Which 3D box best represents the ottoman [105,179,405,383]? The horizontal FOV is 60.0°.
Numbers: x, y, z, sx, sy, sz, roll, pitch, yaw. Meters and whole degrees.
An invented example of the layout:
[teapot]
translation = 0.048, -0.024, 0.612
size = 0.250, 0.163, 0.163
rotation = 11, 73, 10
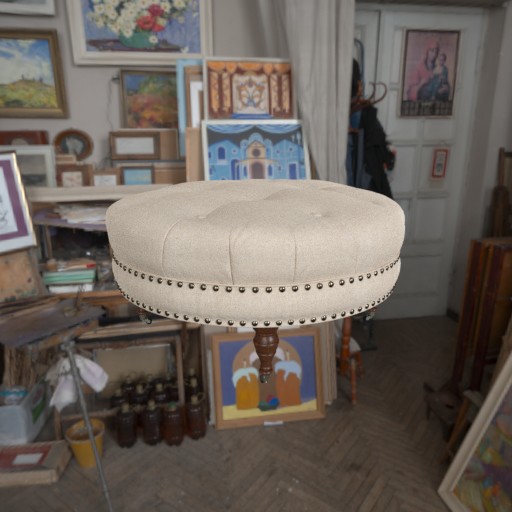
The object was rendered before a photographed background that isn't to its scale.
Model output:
[ottoman]
translation = 0.000, 0.000, 1.482
size = 0.940, 0.483, 0.940
rotation = 0, 16, 0
